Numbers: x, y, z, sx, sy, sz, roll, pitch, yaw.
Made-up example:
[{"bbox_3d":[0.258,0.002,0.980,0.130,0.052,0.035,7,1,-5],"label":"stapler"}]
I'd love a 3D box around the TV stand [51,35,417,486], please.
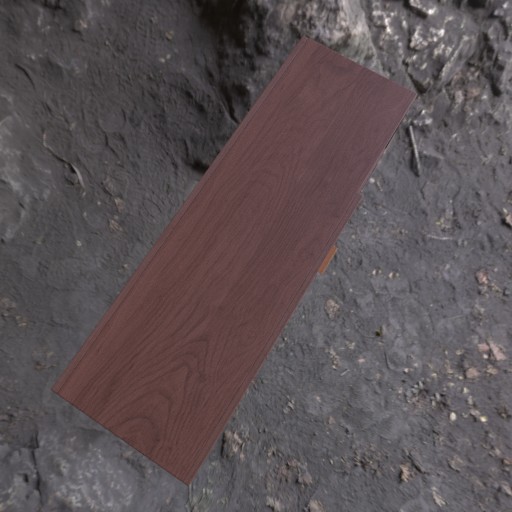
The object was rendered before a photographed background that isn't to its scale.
[{"bbox_3d":[0.000,0.000,1.409,0.415,0.500,1.200,31,77,8],"label":"TV stand"}]
